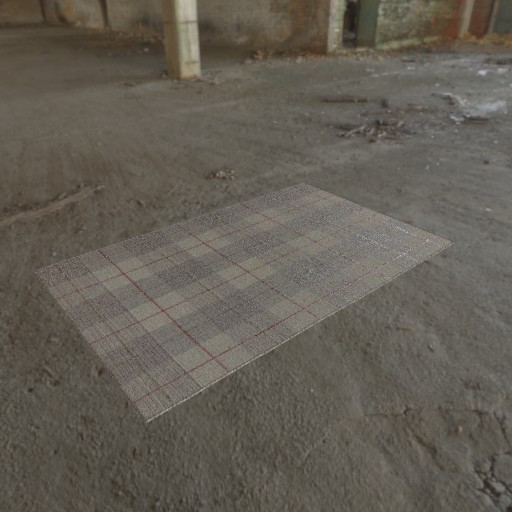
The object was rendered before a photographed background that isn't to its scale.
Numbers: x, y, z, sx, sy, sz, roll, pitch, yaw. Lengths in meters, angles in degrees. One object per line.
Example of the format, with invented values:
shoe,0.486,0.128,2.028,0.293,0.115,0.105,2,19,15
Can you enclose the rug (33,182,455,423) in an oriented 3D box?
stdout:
rug,0.000,0.000,3.033,2.464,0.010,1.549,-23,38,-33
